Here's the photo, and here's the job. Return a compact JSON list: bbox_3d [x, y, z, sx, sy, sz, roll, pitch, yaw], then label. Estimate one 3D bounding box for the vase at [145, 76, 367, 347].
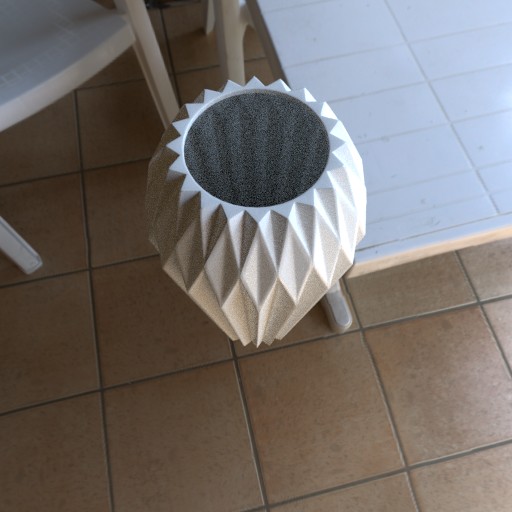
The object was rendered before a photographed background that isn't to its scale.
[{"bbox_3d":[0.000,0.000,0.333,0.133,0.263,0.133,0,66,0],"label":"vase"}]
